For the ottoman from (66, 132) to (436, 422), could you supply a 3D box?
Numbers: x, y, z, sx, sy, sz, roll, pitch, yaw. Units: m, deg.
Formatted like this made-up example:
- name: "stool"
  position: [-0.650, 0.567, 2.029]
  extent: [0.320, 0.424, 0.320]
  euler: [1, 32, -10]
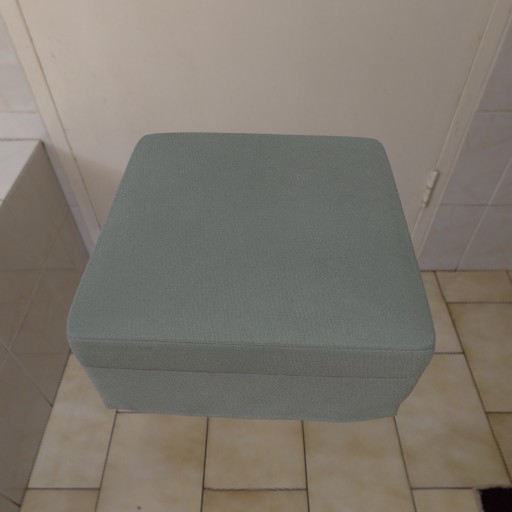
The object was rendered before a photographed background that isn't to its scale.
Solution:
- name: "ottoman"
  position: [0.000, 0.000, 1.352]
  extent: [0.842, 0.441, 0.843]
  euler: [2, 47, 2]
